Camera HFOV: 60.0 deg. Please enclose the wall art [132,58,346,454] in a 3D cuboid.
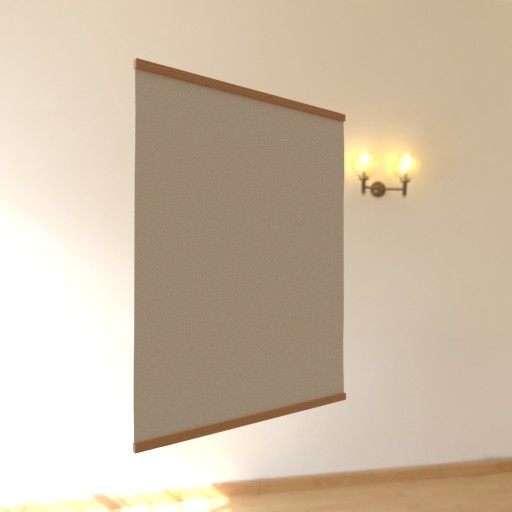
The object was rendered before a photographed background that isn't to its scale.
[{"bbox_3d":[0.000,0.000,0.814,0.458,0.605,0.011,0,-1,-35],"label":"wall art"}]
